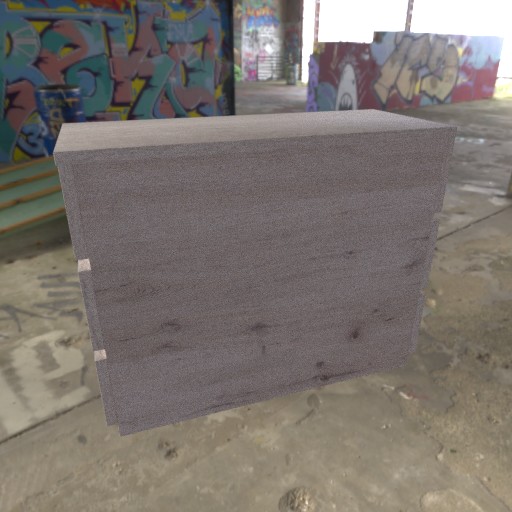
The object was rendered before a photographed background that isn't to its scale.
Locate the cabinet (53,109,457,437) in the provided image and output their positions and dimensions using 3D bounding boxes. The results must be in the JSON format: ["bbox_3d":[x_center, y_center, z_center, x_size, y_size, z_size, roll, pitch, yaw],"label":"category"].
[{"bbox_3d":[0.000,0.000,1.431,1.040,0.820,0.420,-8,26,-17],"label":"cabinet"}]
